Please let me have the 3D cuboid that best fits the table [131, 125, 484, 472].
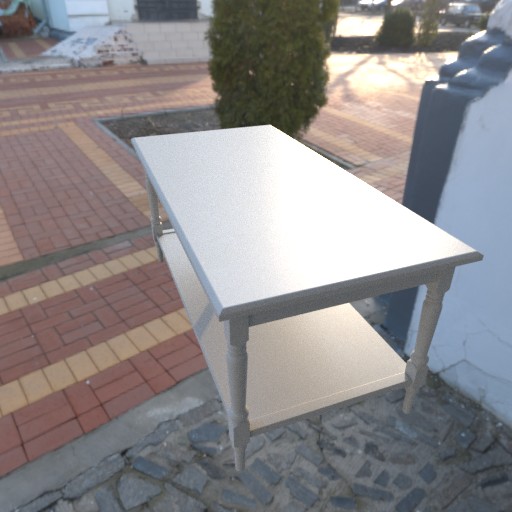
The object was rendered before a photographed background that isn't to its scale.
[{"bbox_3d":[0.000,0.000,1.371,0.551,0.506,1.109,-11,32,-18],"label":"table"}]
